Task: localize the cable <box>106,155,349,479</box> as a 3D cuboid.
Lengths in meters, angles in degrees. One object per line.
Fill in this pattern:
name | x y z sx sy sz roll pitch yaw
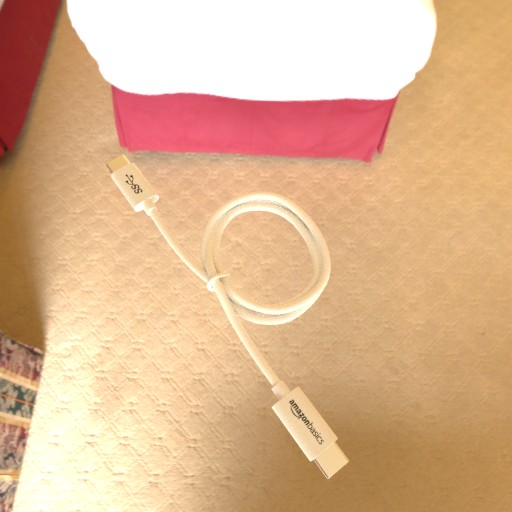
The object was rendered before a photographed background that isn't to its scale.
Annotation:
cable | 0.000 0.000 0.211 0.070 0.014 0.186 -33 68 -15
